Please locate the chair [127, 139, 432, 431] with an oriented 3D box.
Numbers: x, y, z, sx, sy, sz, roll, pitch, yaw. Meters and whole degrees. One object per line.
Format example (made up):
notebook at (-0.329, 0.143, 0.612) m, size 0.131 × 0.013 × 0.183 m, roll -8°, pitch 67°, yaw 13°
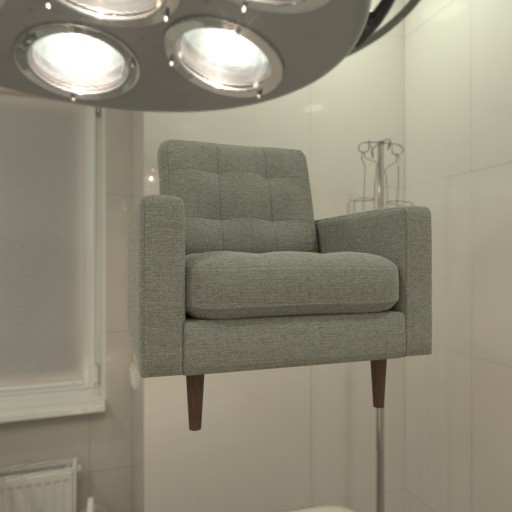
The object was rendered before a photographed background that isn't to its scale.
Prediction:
chair at (0.000, 0.000, 1.515) m, size 0.821 × 0.880 × 0.843 m, roll 0°, pitch 0°, yaw -18°
